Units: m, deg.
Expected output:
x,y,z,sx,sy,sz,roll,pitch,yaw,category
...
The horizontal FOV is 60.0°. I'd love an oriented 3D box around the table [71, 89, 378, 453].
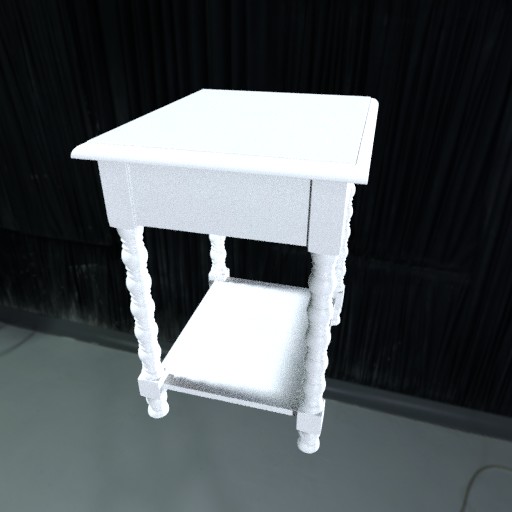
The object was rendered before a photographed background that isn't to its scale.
x,y,z,sx,sy,sz,roll,pitch,yaw,category
0.000,0.000,0.854,0.381,0.531,0.460,8,30,13,table
